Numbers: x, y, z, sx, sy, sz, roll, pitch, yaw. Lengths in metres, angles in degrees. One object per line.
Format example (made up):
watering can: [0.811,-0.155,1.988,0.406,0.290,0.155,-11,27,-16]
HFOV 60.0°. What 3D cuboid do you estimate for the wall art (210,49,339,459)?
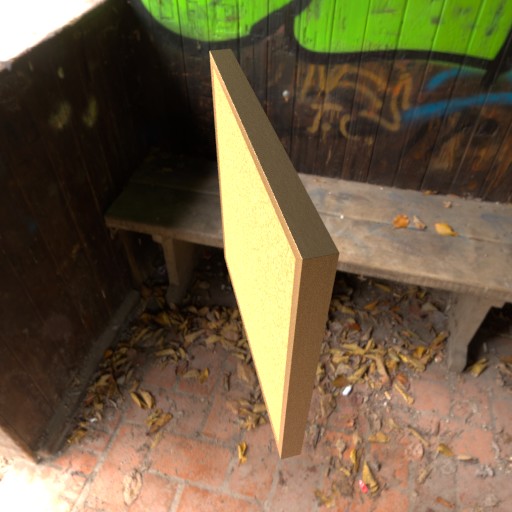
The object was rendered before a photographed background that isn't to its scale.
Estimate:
wall art: [0.000,0.000,0.772,0.037,0.509,0.510,-10,47,-10]
